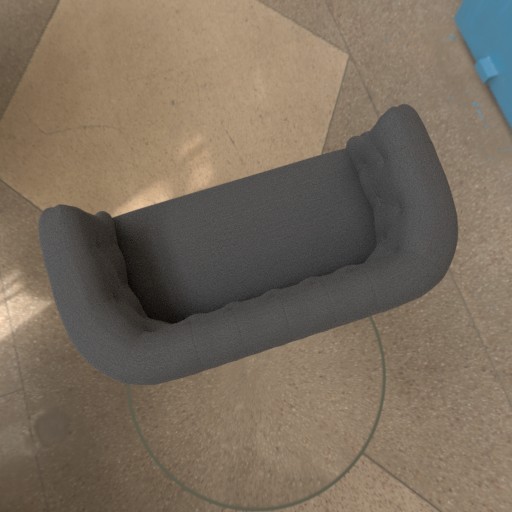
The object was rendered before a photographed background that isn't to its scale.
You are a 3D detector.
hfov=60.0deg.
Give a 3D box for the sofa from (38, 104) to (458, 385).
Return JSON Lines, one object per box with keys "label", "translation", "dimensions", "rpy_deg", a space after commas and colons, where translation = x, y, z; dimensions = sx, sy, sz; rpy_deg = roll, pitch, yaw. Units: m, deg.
{"label": "sofa", "translation": [0.000, 0.000, 1.986], "dimensions": [1.558, 0.827, 0.835], "rpy_deg": [-17, 77, -4]}
